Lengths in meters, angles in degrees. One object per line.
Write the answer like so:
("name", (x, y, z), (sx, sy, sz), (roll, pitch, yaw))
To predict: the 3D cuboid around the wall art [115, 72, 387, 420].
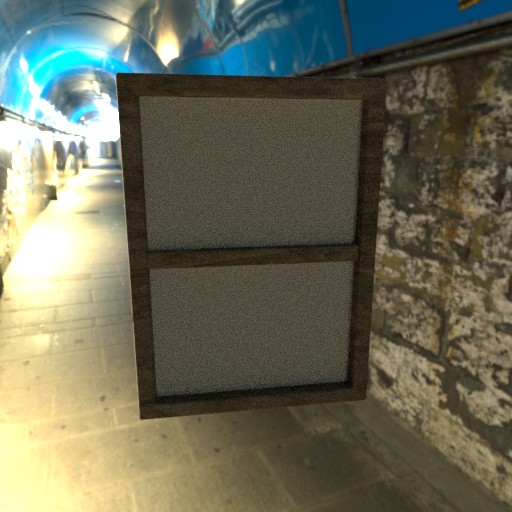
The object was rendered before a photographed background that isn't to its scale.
("wall art", (0.000, 0.000, 0.800), (0.443, 0.605, 0.035), (-2, 14, -9))
